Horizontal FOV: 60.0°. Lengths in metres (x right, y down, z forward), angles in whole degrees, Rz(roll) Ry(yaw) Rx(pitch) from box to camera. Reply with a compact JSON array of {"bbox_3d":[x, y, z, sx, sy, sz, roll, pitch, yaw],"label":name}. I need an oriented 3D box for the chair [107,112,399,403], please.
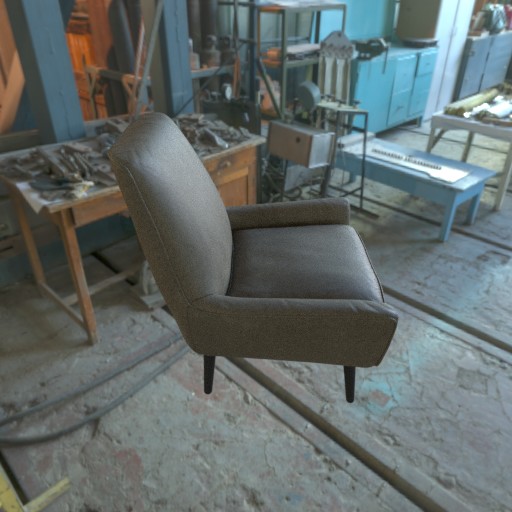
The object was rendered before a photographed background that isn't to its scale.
[{"bbox_3d":[0.000,0.000,1.554,0.824,0.888,0.787,0,32,0],"label":"chair"}]
